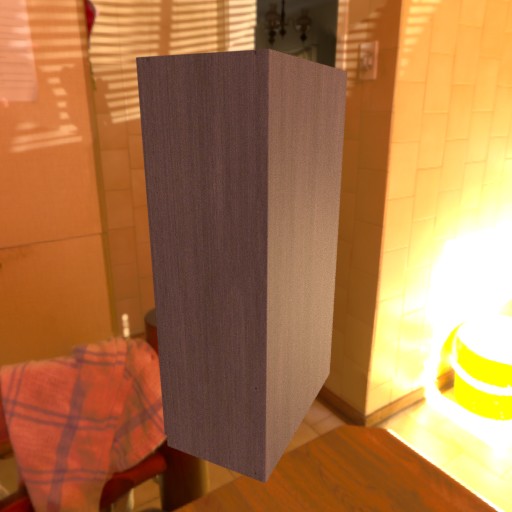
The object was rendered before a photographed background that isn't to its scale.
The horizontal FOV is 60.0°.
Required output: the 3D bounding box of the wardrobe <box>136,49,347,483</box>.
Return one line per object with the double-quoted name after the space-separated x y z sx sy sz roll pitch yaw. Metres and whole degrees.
0.000 0.000 2.281 0.577 1.808 0.991 9 20 25 "wardrobe"
